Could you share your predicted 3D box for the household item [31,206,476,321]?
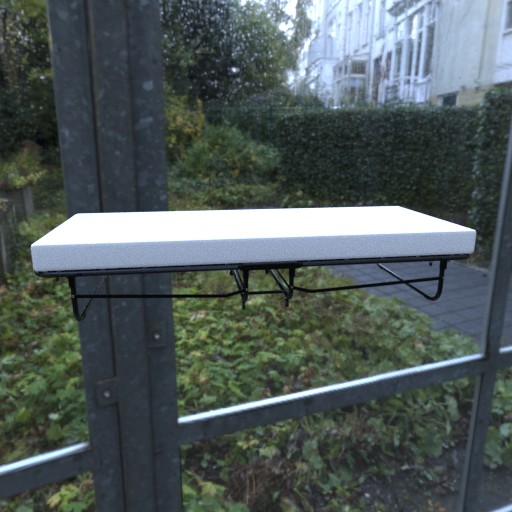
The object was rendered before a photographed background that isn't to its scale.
[{"bbox_3d":[0.000,0.000,2.211,1.905,0.356,0.787,-2,15,-9],"label":"household item"}]
